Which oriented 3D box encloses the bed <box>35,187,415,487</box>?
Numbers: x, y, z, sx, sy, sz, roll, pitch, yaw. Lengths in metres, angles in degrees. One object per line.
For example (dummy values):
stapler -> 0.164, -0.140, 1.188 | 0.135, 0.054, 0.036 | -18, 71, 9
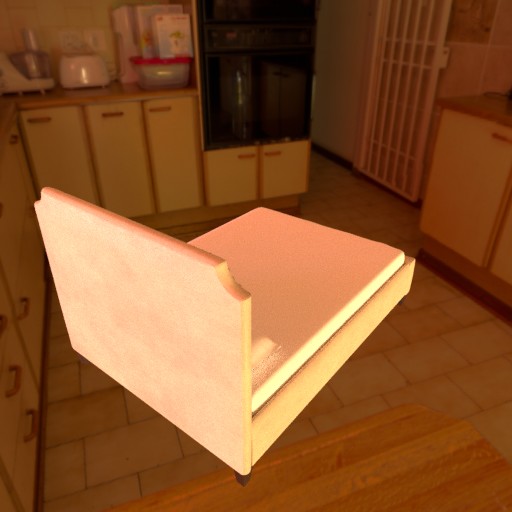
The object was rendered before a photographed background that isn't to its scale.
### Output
bed -> 0.000, 0.000, 3.370 | 1.712, 1.443, 2.372 | 21, 36, 33
